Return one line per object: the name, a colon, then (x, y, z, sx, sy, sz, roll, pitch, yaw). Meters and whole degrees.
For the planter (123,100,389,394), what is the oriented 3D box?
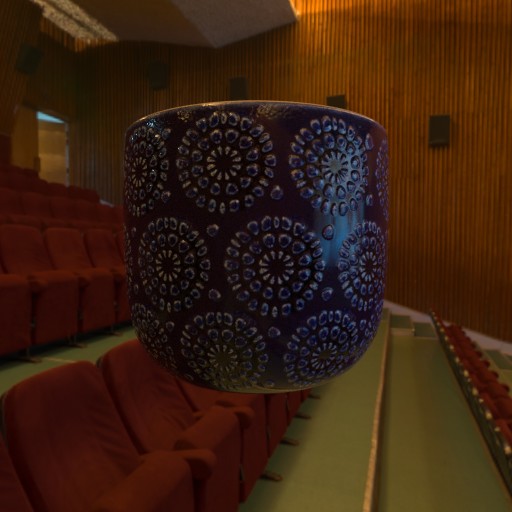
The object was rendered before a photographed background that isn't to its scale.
planter: (0.000, 0.000, 0.288, 0.165, 0.149, 0.165, 0, 1, 0)
